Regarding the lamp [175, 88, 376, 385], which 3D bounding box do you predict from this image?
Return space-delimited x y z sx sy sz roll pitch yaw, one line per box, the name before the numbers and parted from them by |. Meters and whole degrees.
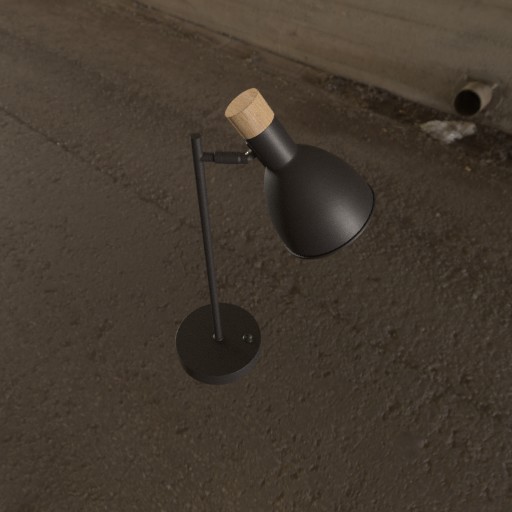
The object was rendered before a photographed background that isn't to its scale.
lamp | 0.000 0.000 0.619 0.287 0.483 0.152 2 47 2
